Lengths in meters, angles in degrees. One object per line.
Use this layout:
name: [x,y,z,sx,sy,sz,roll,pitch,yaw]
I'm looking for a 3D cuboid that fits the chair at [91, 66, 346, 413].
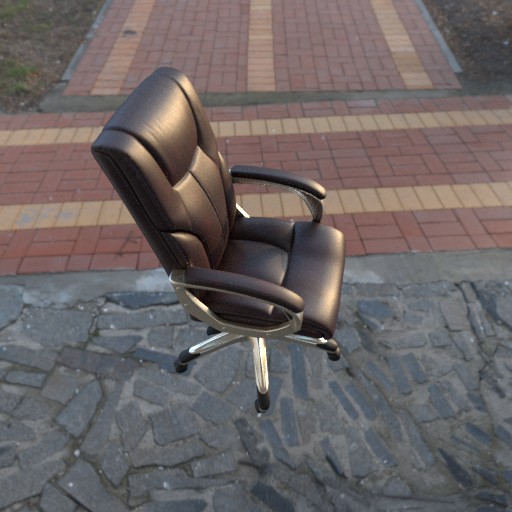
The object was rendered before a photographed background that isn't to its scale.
chair: [0.000,0.000,1.554,0.739,1.107,0.662,10,48,9]
